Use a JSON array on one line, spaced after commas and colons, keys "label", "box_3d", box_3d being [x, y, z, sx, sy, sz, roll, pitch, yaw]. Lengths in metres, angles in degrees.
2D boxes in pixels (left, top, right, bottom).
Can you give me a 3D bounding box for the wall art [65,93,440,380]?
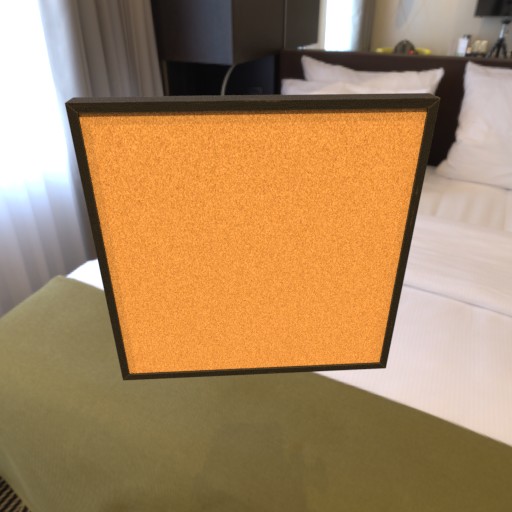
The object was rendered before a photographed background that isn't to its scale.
[{"label": "wall art", "box_3d": [0.000, 0.000, 0.739, 0.506, 0.506, 0.036, -2, 30, -3]}]
